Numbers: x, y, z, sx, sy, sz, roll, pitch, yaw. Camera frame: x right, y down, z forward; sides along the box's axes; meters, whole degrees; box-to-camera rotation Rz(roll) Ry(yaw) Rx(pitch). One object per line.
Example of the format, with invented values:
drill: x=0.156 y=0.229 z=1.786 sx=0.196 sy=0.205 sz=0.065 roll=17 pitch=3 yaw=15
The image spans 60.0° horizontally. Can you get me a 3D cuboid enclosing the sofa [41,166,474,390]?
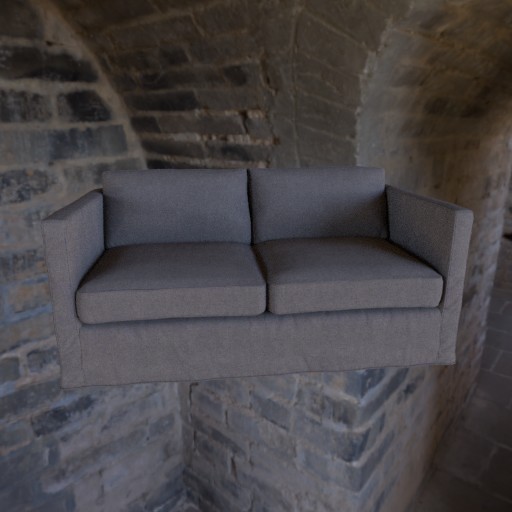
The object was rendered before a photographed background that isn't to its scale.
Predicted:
sofa: x=0.000 y=0.000 z=2.292 sx=1.802 sy=0.854 sz=0.974 roll=-2 pitch=16 yaw=-7
